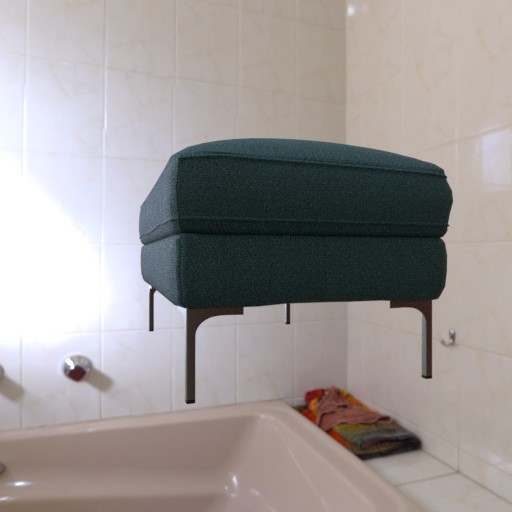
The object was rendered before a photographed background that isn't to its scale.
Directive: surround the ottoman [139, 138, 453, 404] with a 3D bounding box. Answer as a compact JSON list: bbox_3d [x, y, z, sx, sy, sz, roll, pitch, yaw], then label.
[{"bbox_3d":[0.000,0.000,1.190,0.563,0.498,0.856,0,0,-18],"label":"ottoman"}]
